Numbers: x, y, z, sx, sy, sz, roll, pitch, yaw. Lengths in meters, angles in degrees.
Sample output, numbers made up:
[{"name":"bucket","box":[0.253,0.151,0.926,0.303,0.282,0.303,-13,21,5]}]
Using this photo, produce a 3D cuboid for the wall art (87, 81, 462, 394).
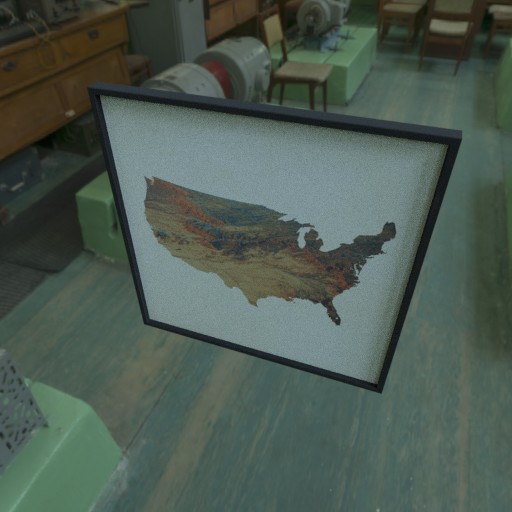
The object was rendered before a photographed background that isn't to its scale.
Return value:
[{"name":"wall art","box":[0.000,0.000,1.112,0.762,0.762,0.038,13,41,15]}]
